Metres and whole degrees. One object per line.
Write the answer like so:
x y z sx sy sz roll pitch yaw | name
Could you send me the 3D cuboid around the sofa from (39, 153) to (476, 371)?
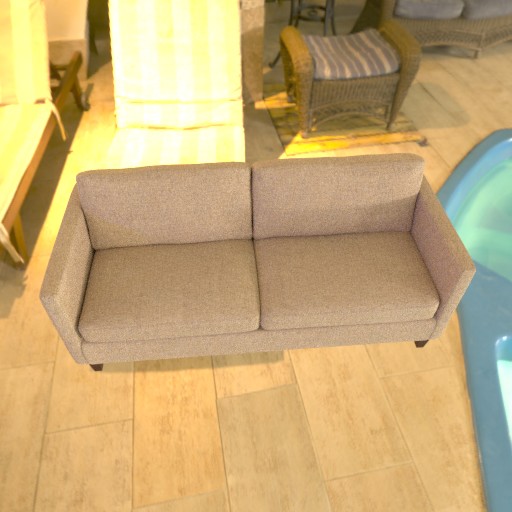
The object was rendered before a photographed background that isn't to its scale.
0.000 0.000 2.684 2.208 0.965 0.951 -3 47 -3 | sofa
